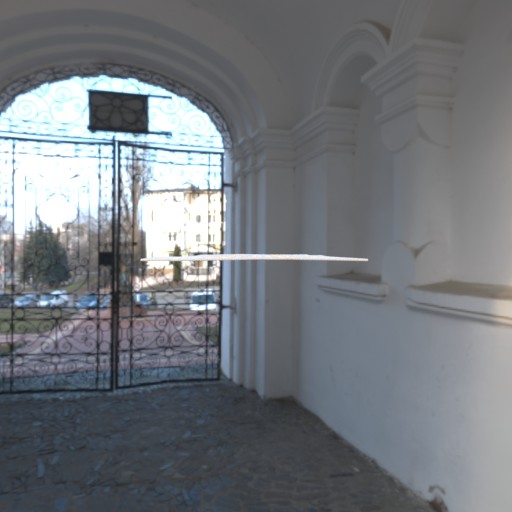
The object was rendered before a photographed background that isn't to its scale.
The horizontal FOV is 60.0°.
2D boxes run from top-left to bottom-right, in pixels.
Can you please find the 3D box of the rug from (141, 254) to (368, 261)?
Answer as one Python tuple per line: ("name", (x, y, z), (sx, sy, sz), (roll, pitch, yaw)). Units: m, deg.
("rug", (0.000, 0.000, 2.699), (0.762, 0.013, 2.439), (0, 1, 0))
